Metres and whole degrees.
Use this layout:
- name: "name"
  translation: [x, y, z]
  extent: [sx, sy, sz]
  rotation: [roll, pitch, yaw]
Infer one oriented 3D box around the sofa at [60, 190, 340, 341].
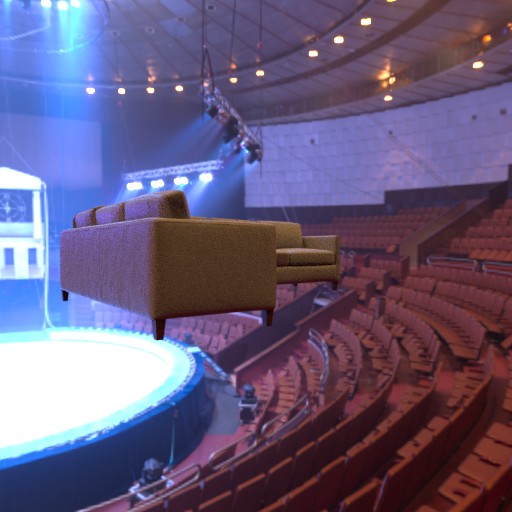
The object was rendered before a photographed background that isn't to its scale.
- name: "sofa"
  translation: [0.000, 0.000, 4.587]
  extent: [3.301, 0.947, 2.592]
  rotation: [-1, 1, -36]
